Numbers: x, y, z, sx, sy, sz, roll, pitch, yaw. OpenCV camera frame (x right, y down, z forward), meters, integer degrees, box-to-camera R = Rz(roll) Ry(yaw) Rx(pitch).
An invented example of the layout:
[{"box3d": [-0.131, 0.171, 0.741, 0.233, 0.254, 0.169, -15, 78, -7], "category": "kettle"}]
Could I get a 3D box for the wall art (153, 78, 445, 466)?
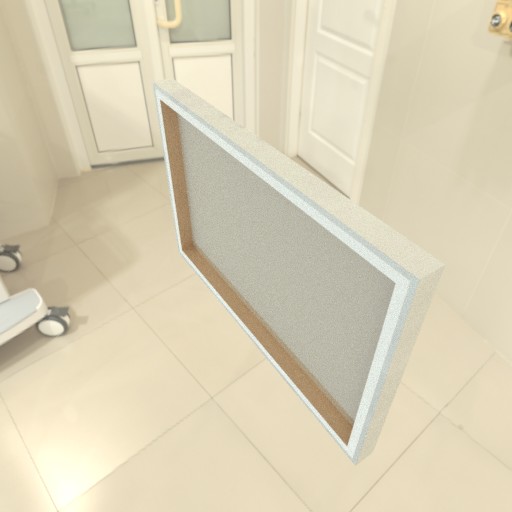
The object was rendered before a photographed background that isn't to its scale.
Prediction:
[{"box3d": [0.000, 0.000, 0.751, 0.038, 0.407, 0.609, -24, 47, -25], "category": "wall art"}]
